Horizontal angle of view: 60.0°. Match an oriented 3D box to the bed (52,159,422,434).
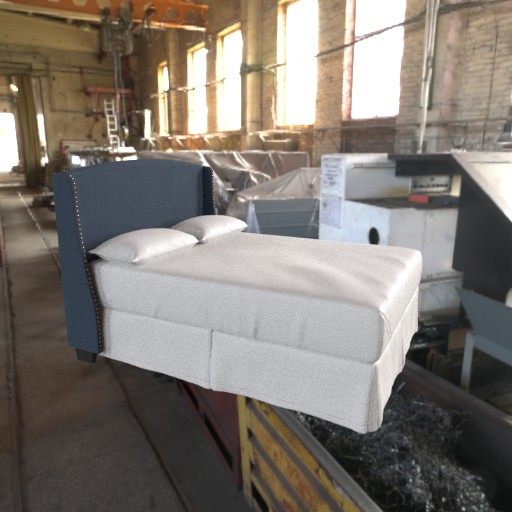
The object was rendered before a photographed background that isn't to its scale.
[{"bbox_3d":[0.000,0.000,3.334,2.237,1.407,1.710,7,15,26],"label":"bed"}]
